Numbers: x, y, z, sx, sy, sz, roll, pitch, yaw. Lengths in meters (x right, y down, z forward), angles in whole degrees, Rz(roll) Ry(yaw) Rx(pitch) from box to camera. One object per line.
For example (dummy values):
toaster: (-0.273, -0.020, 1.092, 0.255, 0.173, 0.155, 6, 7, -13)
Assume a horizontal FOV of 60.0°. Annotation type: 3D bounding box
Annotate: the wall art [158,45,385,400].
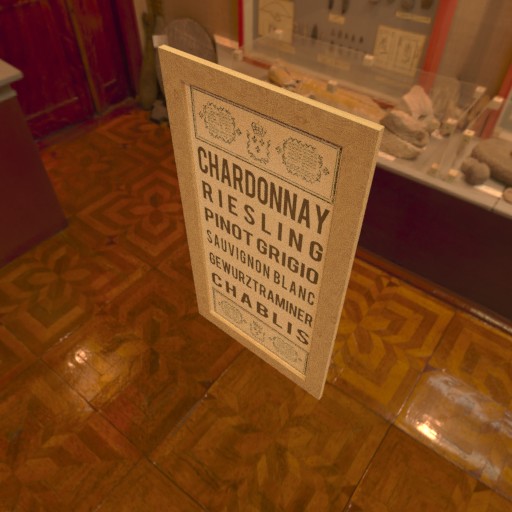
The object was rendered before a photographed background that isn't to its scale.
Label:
wall art: (0.000, 0.000, 0.846, 0.381, 0.683, 0.013, 31, 54, 26)
